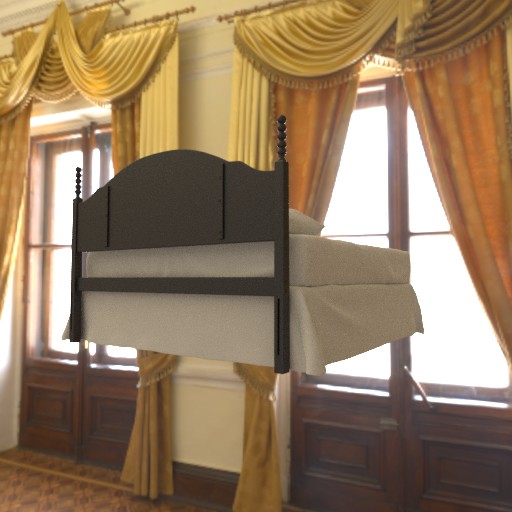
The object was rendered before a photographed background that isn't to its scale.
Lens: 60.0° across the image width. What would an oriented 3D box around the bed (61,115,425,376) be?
[{"bbox_3d":[0.000,0.000,3.730,2.322,1.355,2.219,-2,-4,36],"label":"bed"}]
